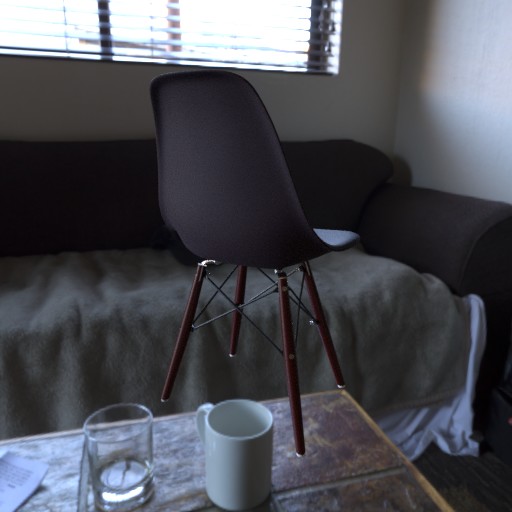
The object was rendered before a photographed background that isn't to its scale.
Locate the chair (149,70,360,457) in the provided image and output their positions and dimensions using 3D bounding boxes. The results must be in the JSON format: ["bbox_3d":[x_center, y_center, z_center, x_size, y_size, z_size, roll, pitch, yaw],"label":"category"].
[{"bbox_3d":[0.000,0.000,1.140,0.470,0.826,0.533,8,17,28],"label":"chair"}]
